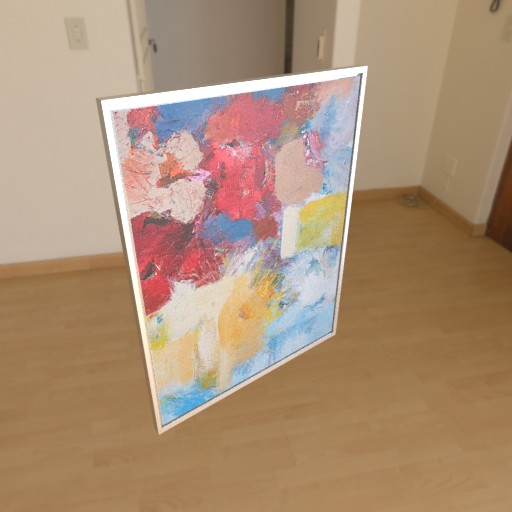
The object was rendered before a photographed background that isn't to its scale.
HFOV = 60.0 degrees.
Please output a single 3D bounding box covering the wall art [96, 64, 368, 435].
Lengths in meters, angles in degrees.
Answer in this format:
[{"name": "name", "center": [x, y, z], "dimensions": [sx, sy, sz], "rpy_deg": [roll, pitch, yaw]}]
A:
[{"name": "wall art", "center": [0.000, 0.000, 1.393], "dimensions": [0.816, 1.046, 0.030], "rpy_deg": [-21, 37, -31]}]
